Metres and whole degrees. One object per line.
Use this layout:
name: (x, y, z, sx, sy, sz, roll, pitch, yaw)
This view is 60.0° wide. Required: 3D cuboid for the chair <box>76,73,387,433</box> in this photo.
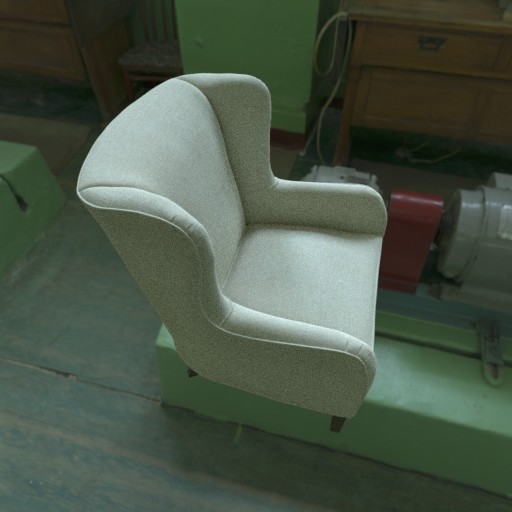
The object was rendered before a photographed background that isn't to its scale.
chair: (0.000, 0.000, 1.687, 0.966, 1.040, 0.838, 10, 47, 10)
